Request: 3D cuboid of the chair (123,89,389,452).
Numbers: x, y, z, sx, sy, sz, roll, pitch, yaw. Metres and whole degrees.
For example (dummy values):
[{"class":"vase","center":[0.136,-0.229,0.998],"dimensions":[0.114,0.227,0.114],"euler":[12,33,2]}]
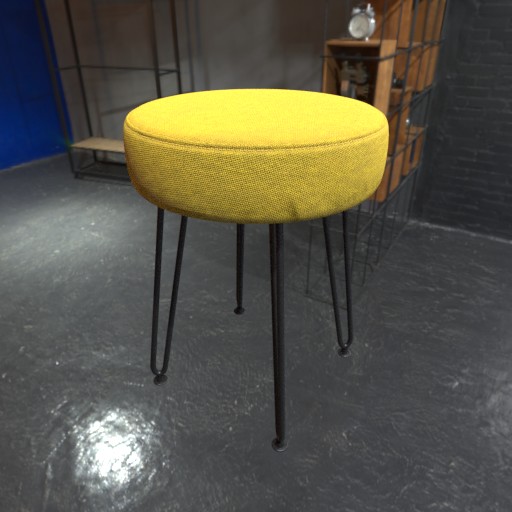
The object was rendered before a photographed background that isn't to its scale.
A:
[{"class":"chair","center":[0.000,0.000,0.688],"dimensions":[0.345,0.455,0.345],"euler":[18,34,28]}]
